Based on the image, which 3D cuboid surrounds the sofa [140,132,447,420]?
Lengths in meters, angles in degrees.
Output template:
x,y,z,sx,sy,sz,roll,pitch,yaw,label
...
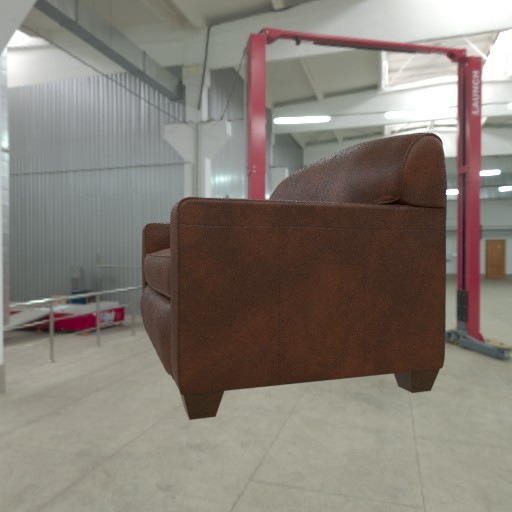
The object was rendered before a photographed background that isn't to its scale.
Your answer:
x,y,z,sx,sy,sz,roll,pitch,yaw,label
0.000,0.000,2.055,1.000,0.956,1.413,0,1,-18,sofa
